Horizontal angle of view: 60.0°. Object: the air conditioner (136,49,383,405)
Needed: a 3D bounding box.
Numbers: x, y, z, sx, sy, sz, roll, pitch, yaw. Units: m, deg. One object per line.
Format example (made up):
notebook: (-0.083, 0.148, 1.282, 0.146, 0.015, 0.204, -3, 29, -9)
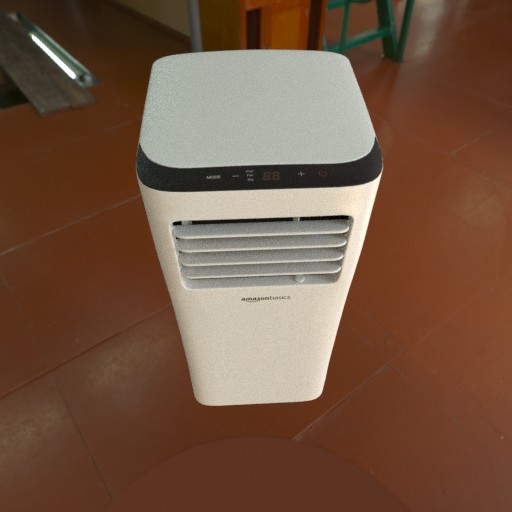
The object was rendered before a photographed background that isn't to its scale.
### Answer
air conditioner: (0.000, 0.000, 0.936, 0.352, 0.716, 0.369, -2, 46, -2)
